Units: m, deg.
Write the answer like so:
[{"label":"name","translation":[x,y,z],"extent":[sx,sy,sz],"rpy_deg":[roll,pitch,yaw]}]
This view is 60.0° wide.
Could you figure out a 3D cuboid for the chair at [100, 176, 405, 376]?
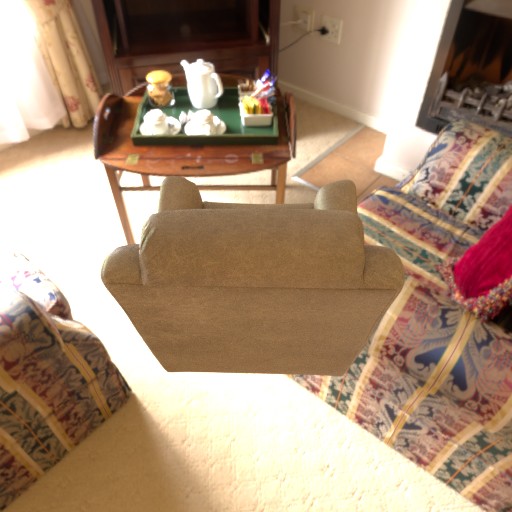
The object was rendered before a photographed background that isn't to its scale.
[{"label":"chair","translation":[0.000,0.000,1.932],"extent":[0.965,1.116,1.068],"rpy_deg":[1,46,1]}]
